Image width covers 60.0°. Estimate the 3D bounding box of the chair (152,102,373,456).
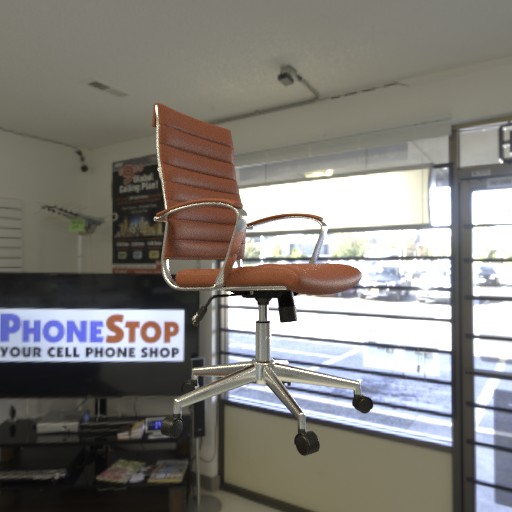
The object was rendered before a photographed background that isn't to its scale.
[{"bbox_3d":[0.000,0.000,1.652,0.739,1.149,0.766,0,-1,35],"label":"chair"}]
